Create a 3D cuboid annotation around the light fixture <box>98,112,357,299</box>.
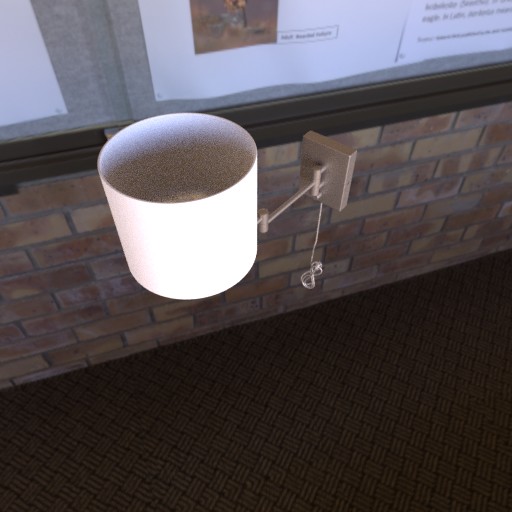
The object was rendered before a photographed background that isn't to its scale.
[{"bbox_3d":[0.000,0.000,0.892,0.203,0.651,0.516,31,54,26],"label":"light fixture"}]
